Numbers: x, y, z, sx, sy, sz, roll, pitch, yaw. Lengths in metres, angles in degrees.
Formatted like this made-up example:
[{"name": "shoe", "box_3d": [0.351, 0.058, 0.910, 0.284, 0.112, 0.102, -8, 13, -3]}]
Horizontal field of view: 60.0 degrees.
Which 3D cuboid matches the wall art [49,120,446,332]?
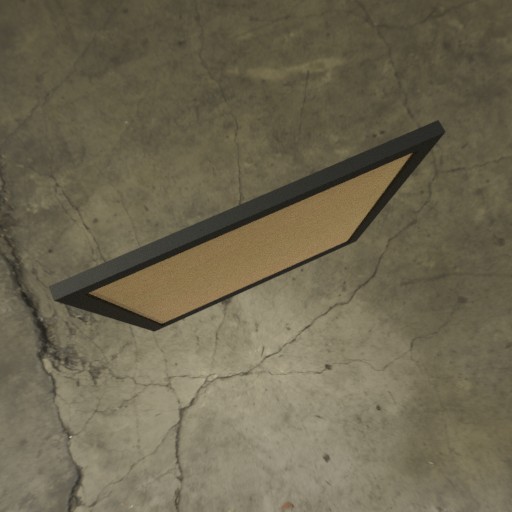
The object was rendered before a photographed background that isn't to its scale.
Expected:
[{"name": "wall art", "box_3d": [0.000, 0.000, 0.541, 0.356, 0.356, 0.013, -24, 78, -6]}]
